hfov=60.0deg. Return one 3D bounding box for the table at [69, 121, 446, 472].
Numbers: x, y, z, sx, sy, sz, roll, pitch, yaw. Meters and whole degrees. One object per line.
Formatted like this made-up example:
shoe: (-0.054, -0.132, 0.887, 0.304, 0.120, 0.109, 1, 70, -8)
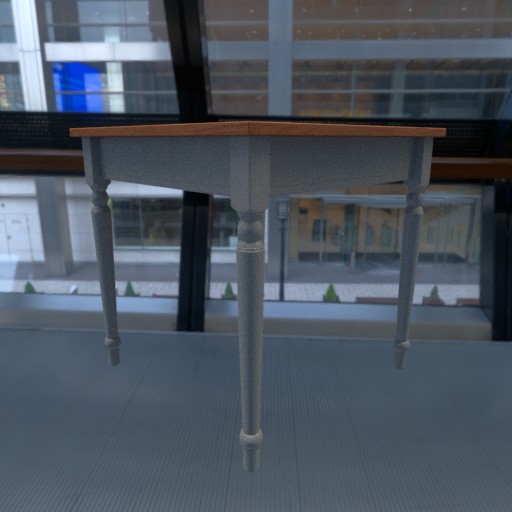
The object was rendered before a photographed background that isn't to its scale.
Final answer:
table: (0.000, 0.000, 1.335, 0.747, 0.738, 0.747, -14, 20, -42)
